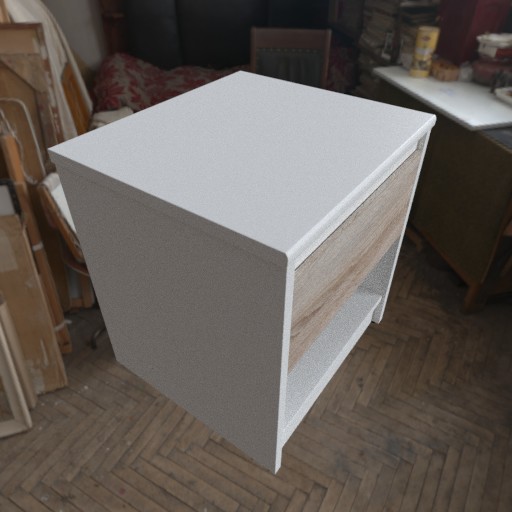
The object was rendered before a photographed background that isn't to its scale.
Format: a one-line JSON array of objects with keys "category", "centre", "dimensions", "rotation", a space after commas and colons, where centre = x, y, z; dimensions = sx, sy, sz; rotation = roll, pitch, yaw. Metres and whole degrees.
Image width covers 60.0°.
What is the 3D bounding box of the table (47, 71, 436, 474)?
[{"category": "table", "centre": [0.000, 0.000, 0.778], "dimensions": [0.380, 0.460, 0.420], "rotation": [25, 45, 27]}]
